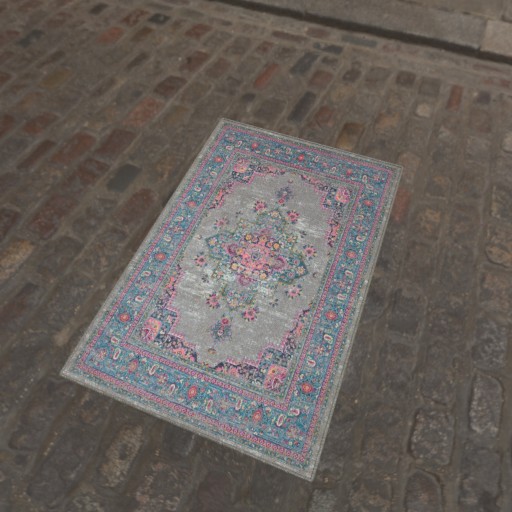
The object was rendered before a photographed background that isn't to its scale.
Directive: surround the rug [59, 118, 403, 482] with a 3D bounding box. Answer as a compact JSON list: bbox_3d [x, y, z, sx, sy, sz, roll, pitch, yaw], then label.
[{"bbox_3d":[0.000,0.000,2.227,1.144,0.014,1.748,18,60,11],"label":"rug"}]
